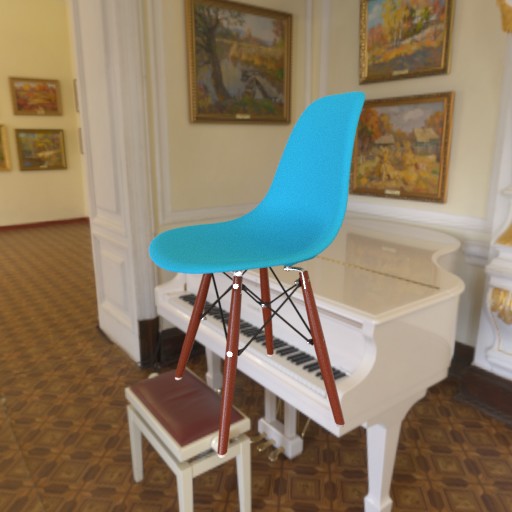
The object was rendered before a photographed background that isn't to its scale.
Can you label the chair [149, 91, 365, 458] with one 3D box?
[{"bbox_3d":[0.000,0.000,1.161,0.533,0.826,0.470,-7,16,-24],"label":"chair"}]
